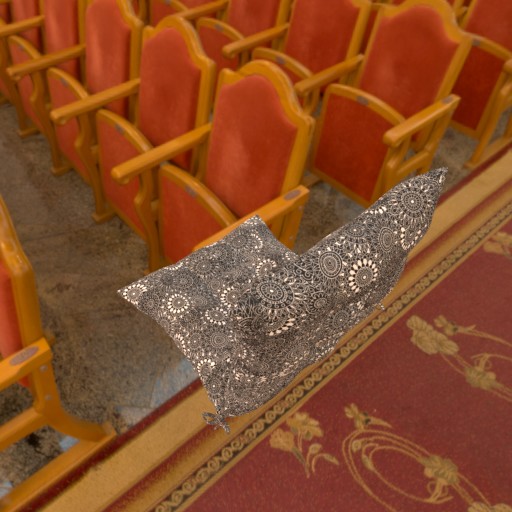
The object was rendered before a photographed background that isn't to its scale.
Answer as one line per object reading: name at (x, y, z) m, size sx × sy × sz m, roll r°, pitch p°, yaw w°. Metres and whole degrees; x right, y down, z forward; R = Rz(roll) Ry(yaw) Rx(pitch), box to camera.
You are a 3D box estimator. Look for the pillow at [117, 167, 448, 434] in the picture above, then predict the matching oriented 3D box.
pillow at (0.000, 0.000, 1.013) m, size 0.541 × 0.536 × 0.585 m, roll -32°, pitch 55°, yaw -26°
